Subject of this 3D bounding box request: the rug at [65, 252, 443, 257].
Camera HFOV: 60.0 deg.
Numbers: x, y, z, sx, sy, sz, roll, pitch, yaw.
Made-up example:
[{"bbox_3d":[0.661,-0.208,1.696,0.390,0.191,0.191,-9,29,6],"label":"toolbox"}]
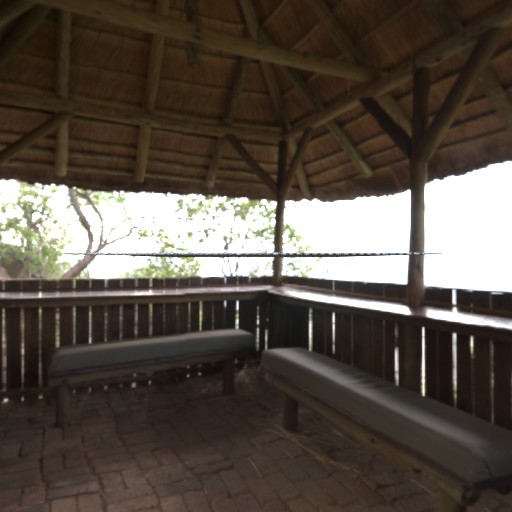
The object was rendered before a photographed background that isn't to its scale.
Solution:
[{"bbox_3d":[0.000,0.000,2.998,1.524,0.010,2.438,0,0,1],"label":"rug"}]
